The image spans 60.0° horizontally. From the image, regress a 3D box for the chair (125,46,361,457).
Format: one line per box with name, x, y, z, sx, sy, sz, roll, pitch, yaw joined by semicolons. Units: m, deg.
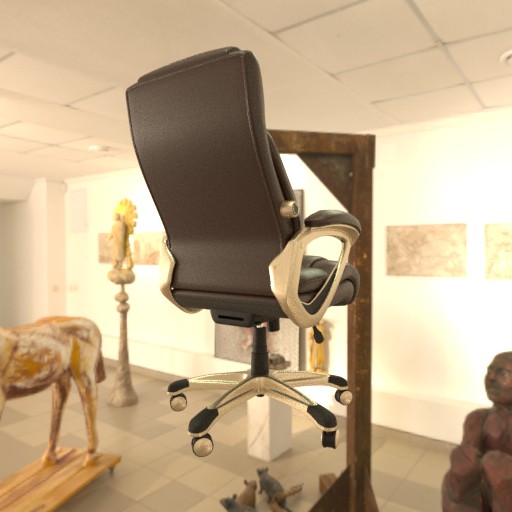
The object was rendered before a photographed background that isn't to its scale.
chair;0.000;0.000;1.597;0.692;1.194;0.749;1;2;36
